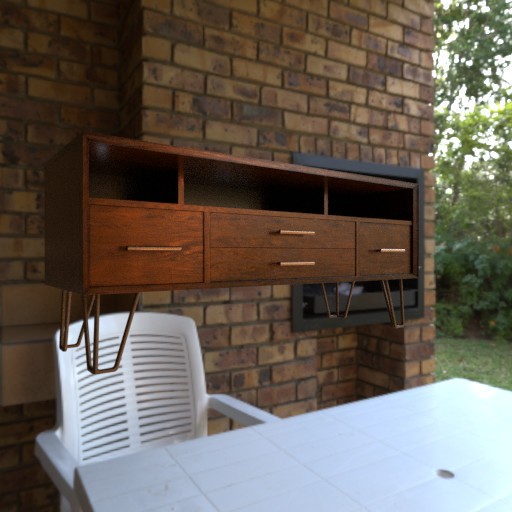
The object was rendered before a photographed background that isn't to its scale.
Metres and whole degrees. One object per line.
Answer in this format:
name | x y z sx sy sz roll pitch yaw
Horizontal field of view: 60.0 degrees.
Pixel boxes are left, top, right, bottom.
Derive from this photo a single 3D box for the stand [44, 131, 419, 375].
stand | 0.000 0.000 1.667 1.372 0.610 0.481 0 0 -36
